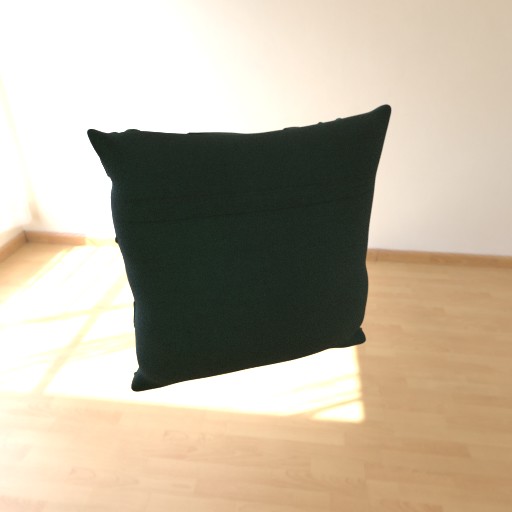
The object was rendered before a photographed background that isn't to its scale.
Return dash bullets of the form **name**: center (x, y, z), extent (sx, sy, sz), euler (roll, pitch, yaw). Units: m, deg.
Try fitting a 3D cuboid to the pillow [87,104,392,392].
- **pillow**: center (0.000, 0.000, 0.701), extent (0.439, 0.440, 0.184), euler (-9, 29, -16)
